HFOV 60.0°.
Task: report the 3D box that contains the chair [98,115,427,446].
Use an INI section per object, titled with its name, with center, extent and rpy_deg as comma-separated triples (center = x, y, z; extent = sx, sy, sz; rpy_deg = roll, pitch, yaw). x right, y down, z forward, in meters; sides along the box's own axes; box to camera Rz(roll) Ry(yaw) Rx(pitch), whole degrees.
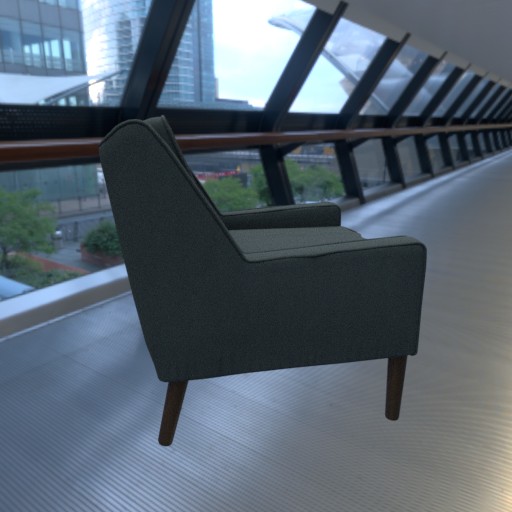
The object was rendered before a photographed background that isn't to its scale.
[chair]
center = 0.000, 0.000, 1.302
extent = 0.733, 0.780, 0.663
rpy_deg = -3, 16, -10
